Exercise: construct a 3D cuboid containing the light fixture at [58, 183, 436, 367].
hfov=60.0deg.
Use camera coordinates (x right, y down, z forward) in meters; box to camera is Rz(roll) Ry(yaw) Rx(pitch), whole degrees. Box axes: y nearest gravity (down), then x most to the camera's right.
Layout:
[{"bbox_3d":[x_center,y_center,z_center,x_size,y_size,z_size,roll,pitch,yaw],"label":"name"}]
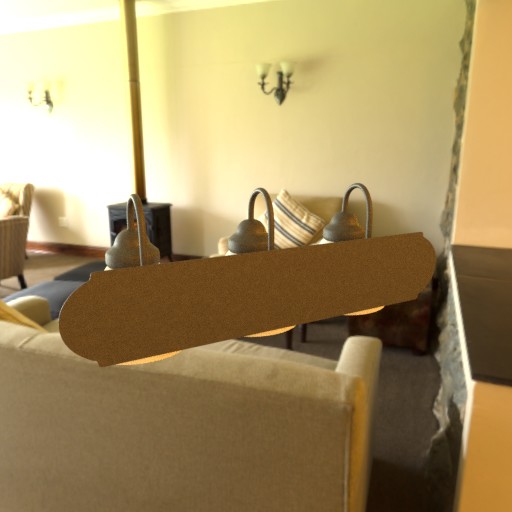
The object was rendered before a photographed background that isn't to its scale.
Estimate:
[{"bbox_3d":[0.000,0.000,0.718,0.610,0.222,0.199,-7,16,-27],"label":"light fixture"}]
